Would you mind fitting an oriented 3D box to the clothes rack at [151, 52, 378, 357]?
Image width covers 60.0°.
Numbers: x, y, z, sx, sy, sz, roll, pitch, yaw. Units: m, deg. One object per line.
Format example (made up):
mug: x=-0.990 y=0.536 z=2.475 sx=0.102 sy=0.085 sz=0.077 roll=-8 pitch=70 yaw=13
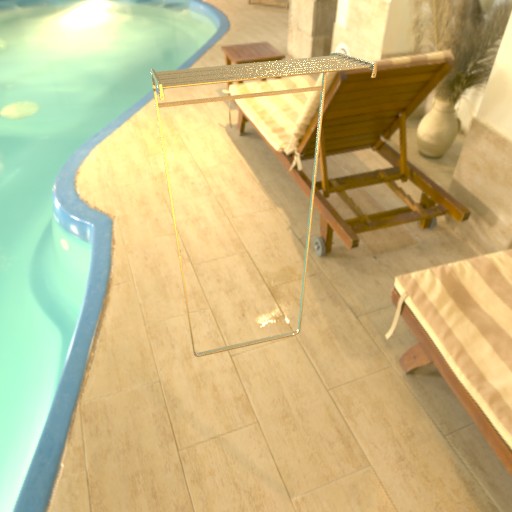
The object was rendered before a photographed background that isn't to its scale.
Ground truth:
clothes rack: x=0.000 y=0.000 z=1.813 sx=0.609 sy=1.574 sz=0.349 roll=-10 pitch=42 yaw=-12
